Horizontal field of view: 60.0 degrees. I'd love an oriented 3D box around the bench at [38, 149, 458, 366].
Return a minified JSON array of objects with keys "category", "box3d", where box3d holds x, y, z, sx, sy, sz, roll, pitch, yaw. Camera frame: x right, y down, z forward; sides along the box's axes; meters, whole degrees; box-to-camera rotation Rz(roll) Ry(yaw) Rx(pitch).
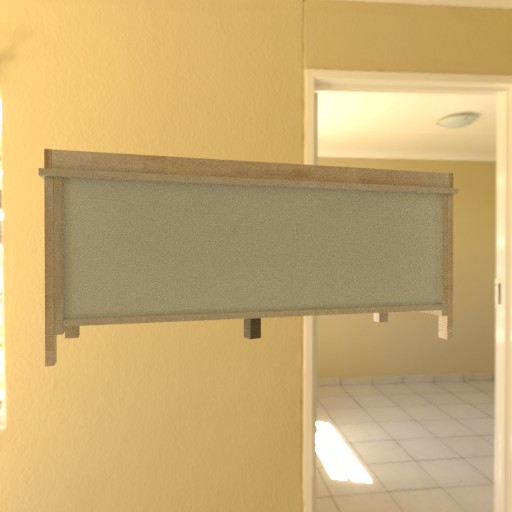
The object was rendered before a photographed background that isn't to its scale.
[{"category":"bench","box3d":[0.000,0.000,1.354,1.140,0.501,0.398,0,1,-16]}]
